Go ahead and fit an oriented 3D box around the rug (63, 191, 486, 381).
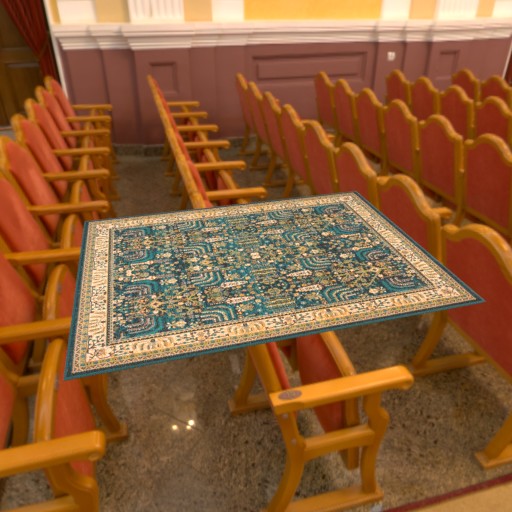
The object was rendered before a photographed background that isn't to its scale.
[{"bbox_3d":[0.000,0.000,3.969,3.044,0.015,2.226,-8,32,-13],"label":"rug"}]
